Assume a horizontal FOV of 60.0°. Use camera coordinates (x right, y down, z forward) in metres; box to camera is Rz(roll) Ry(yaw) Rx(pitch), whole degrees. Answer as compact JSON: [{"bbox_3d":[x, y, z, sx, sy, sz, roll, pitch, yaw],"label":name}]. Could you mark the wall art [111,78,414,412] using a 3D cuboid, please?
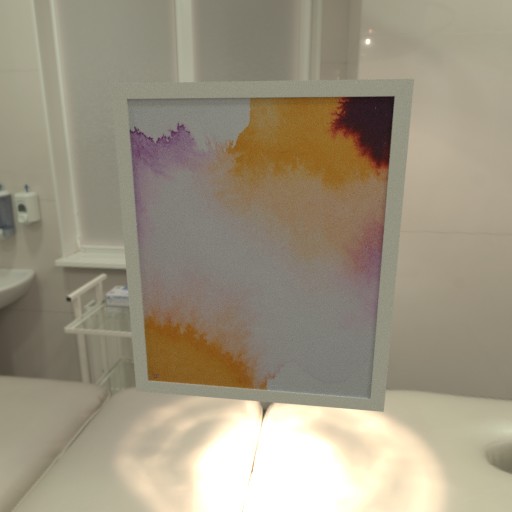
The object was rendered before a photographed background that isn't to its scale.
[{"bbox_3d":[0.000,0.000,0.621,0.382,0.456,0.013,2,16,8],"label":"wall art"}]
